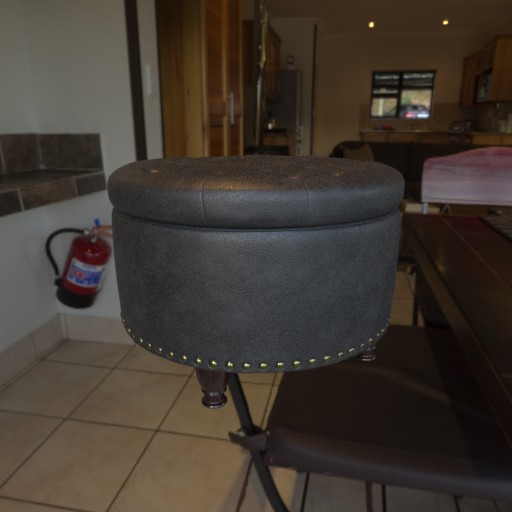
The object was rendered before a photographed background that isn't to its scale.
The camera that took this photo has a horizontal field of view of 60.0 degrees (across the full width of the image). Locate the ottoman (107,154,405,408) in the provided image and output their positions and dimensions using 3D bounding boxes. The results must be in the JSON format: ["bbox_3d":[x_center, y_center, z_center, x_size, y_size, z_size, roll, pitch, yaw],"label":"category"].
[{"bbox_3d":[0.000,0.000,1.046,0.637,0.442,0.637,0,16,0],"label":"ottoman"}]
